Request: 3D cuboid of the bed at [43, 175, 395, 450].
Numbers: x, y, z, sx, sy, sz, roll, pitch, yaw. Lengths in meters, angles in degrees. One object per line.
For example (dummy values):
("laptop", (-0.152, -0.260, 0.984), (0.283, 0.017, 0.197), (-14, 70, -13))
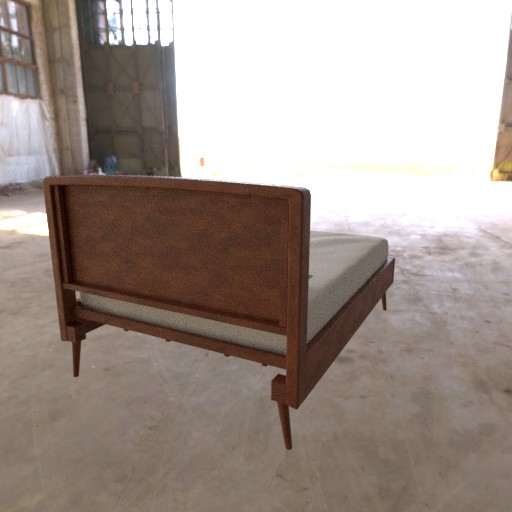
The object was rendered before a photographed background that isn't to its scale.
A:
("bed", (0.000, 0.000, 3.240), (1.587, 1.275, 2.196), (7, 16, 27))
